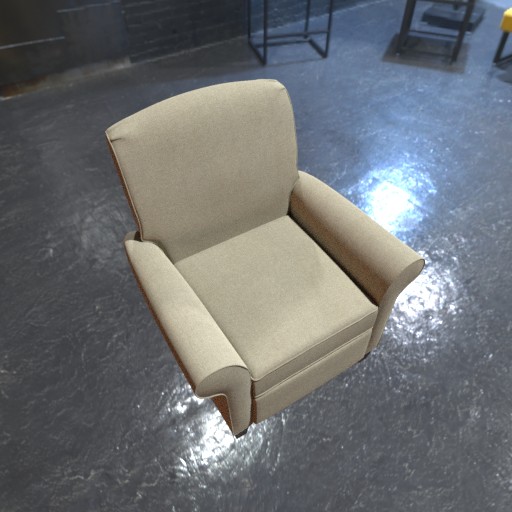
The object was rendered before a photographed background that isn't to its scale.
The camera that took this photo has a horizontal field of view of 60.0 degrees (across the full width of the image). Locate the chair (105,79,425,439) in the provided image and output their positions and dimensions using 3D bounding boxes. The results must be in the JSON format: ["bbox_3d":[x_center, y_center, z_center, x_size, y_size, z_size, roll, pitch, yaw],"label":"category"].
[{"bbox_3d":[0.000,0.000,1.800,0.978,1.061,0.905,-25,51,-22],"label":"chair"}]
